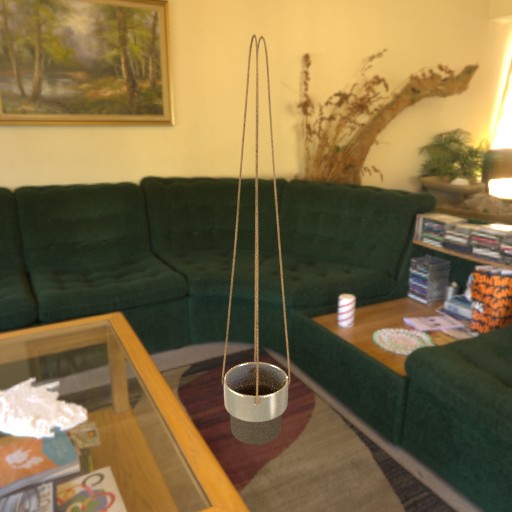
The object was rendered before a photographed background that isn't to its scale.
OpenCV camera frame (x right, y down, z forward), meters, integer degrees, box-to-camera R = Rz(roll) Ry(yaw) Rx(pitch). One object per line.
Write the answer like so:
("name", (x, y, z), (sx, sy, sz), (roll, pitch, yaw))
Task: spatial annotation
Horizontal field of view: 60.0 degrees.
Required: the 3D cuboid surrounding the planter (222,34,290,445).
("planter", (0.000, 0.000, 1.182), (0.187, 1.073, 0.187), (15, 22, 42))
